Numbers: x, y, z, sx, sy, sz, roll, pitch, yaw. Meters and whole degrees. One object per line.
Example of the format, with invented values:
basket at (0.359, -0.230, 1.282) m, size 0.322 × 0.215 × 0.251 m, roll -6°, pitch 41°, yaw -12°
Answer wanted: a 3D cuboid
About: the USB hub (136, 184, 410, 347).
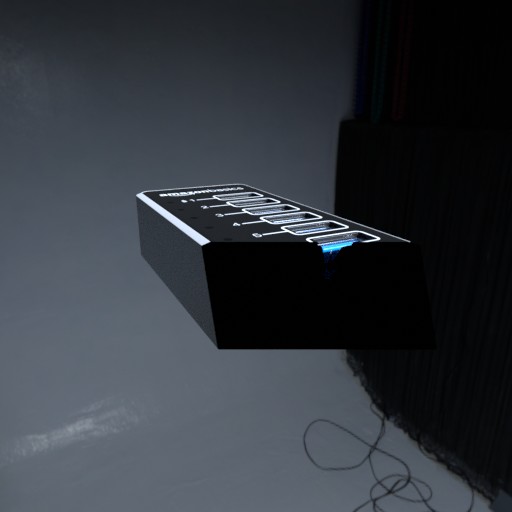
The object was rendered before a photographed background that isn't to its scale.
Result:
USB hub at (0.000, 0.000, 0.127) m, size 0.044 × 0.023 × 0.110 m, roll -9°, pitch 21°, yaw -25°
